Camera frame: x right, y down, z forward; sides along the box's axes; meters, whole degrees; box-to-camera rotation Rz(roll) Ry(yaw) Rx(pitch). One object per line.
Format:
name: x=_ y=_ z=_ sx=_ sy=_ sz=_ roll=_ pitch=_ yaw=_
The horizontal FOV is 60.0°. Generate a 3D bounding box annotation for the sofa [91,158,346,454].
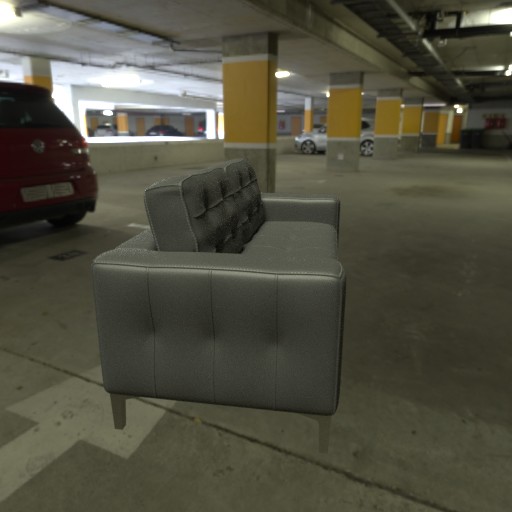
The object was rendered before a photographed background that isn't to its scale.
sofa: x=0.000 y=0.000 z=2.217 sx=0.833 sy=0.892 sz=1.726 roll=3 pitch=16 yaw=9
